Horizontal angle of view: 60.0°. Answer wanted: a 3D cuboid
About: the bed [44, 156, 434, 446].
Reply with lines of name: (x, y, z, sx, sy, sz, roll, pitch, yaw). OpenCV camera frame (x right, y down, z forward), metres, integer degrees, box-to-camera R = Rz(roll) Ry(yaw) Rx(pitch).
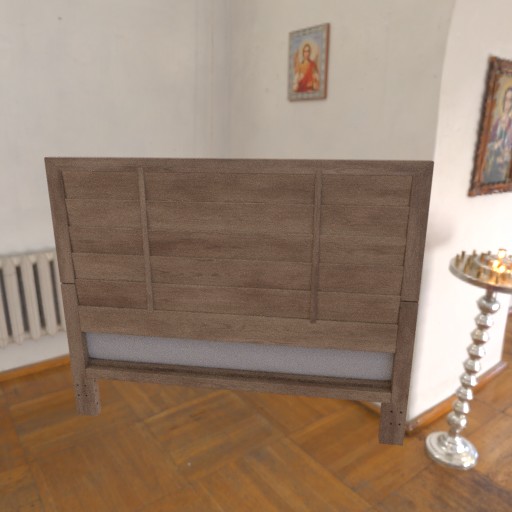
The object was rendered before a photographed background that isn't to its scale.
bed: (0.000, 0.000, 3.469, 2.032, 1.626, 2.062, 2, 16, 8)
